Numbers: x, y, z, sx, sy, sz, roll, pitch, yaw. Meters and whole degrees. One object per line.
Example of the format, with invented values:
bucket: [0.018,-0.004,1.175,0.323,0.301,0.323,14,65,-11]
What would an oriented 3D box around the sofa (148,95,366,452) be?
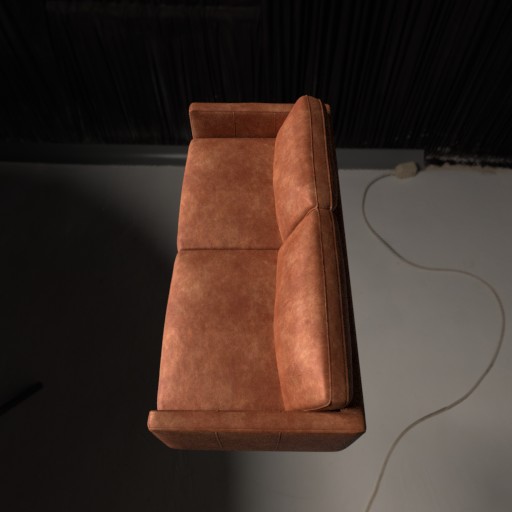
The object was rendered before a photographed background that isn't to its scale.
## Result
sofa: [0.000,0.000,2.487,0.923,0.863,1.971,1,59,0]
